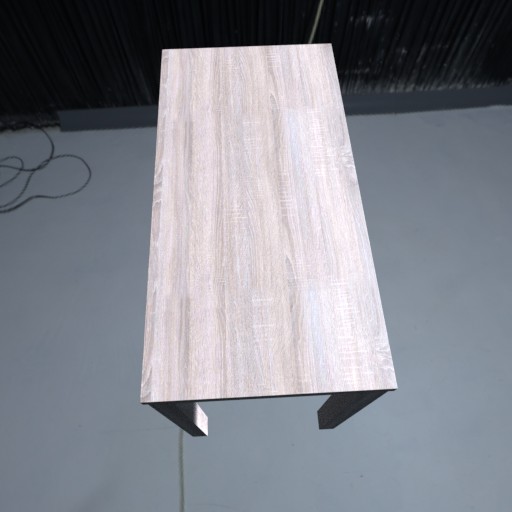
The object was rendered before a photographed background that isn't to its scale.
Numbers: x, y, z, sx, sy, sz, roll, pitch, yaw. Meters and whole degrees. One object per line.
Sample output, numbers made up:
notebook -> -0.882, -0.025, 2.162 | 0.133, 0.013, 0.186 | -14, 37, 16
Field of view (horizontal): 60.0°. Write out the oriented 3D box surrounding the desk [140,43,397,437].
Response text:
desk -> 0.000, 0.000, 1.413 | 0.495, 0.762, 0.991 | -3, 63, -1
